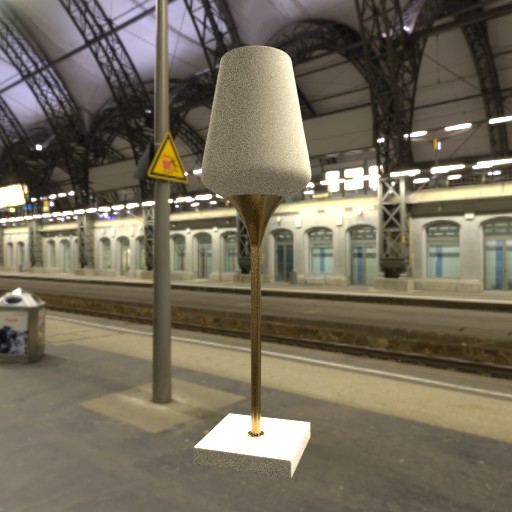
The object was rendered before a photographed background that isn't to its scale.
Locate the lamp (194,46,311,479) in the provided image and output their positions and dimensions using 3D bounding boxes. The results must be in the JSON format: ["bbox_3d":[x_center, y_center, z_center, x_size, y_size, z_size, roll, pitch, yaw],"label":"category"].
[{"bbox_3d":[0.000,0.000,0.730,0.181,0.639,0.181,0,0,17],"label":"lamp"}]
